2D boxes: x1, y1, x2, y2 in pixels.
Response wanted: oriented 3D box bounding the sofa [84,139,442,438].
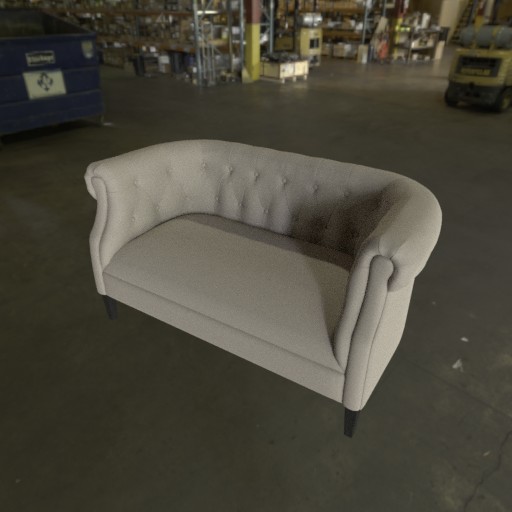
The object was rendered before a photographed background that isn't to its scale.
[{"bbox_3d":[0.000,0.000,2.103,1.558,0.827,0.835,18,34,28],"label":"sofa"}]
